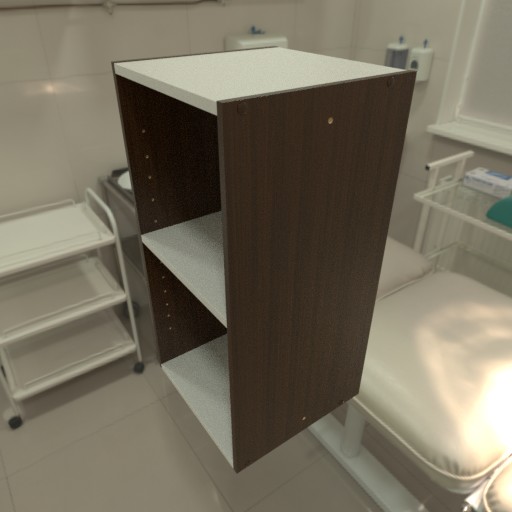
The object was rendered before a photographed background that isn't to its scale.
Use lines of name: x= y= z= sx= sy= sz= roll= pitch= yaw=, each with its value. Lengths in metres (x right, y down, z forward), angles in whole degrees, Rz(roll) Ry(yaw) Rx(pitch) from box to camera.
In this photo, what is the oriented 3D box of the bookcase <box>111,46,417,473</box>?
bookcase: x=0.000 y=0.000 z=0.752 sx=0.290 sy=0.600 sz=0.300 roll=-21 pitch=38 yaw=-29
